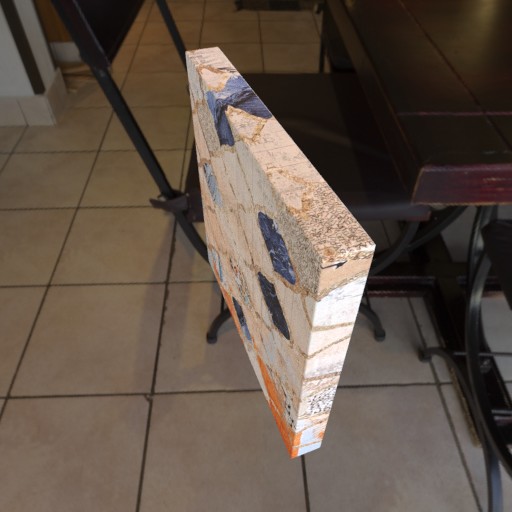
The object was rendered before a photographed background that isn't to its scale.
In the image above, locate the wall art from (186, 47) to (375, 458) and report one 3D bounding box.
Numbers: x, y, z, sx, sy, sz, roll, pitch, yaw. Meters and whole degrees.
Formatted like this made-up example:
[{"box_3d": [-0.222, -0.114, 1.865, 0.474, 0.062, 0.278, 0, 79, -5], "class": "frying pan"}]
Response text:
[{"box_3d": [0.000, 0.000, 0.453, 0.036, 0.304, 0.303, -15, 48, -14], "class": "wall art"}]
